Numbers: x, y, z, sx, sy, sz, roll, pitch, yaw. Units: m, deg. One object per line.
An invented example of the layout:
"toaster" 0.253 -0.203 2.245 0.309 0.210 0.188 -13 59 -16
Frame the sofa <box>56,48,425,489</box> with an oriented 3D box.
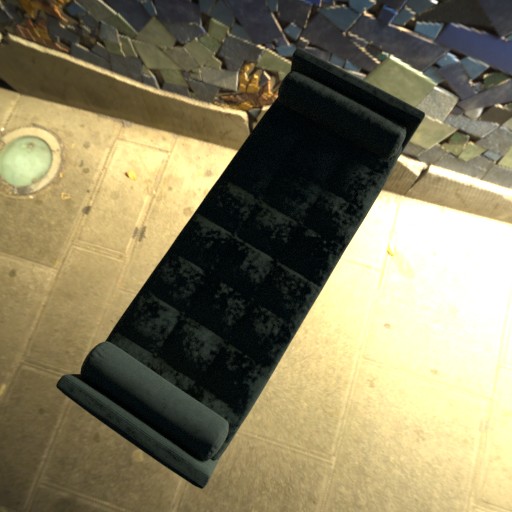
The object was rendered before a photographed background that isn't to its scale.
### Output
"sofa" 0.000 0.000 2.405 0.797 0.657 2.102 31 77 8
